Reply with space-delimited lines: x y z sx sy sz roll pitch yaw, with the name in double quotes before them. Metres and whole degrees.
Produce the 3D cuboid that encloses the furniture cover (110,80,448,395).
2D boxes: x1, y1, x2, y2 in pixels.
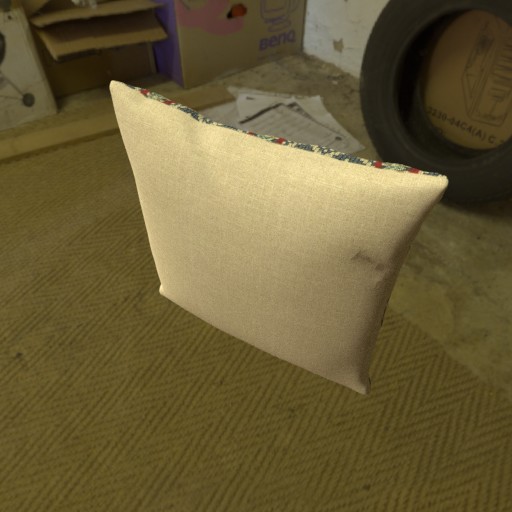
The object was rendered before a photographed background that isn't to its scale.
"furniture cover" 0.000 0.000 0.648 0.431 0.431 0.139 23 51 20
